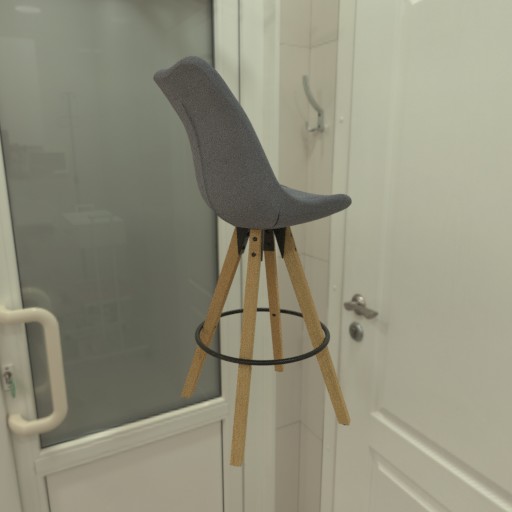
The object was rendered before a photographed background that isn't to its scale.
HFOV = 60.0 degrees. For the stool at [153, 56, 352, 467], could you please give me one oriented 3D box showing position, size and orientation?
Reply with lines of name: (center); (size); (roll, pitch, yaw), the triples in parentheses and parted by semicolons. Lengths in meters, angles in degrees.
stool: (0.000, 0.000, 1.429); (0.550, 1.115, 0.485); (-7, 16, -28)
